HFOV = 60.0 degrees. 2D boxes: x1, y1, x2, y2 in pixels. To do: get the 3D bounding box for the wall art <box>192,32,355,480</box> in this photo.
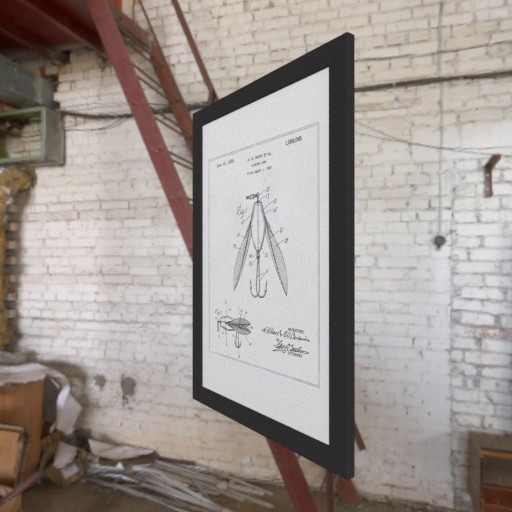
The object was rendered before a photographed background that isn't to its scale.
[{"bbox_3d":[0.000,0.000,0.683,0.013,0.534,0.380,0,0,-37],"label":"wall art"}]
